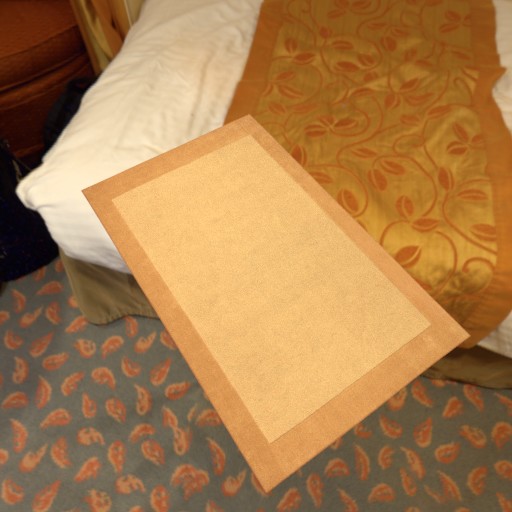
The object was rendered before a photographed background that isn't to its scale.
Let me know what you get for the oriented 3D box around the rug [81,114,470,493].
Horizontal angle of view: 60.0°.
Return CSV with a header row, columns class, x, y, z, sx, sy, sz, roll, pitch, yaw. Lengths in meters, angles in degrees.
class,x,y,z,sx,sy,sz,roll,pitch,yaw
rug,0.000,0.000,3.025,1.524,0.014,2.438,-30,62,-17
